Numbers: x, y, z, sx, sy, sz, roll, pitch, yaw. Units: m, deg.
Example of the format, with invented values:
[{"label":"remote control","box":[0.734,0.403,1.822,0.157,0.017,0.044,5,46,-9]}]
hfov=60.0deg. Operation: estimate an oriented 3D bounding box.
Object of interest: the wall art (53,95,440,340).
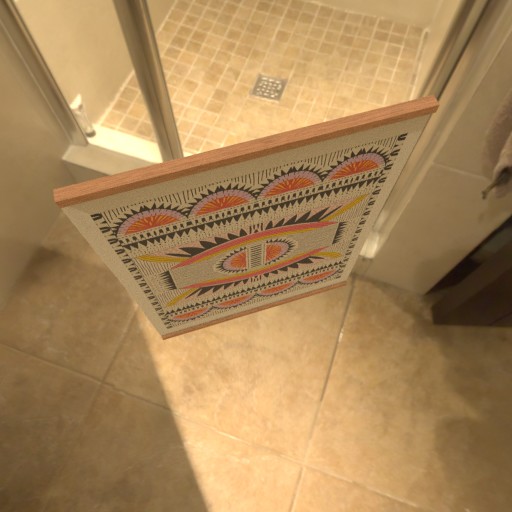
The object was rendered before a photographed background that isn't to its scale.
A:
[{"label":"wall art","box":[0.000,0.000,1.305,0.765,1.016,0.028,-16,66,-7]}]
